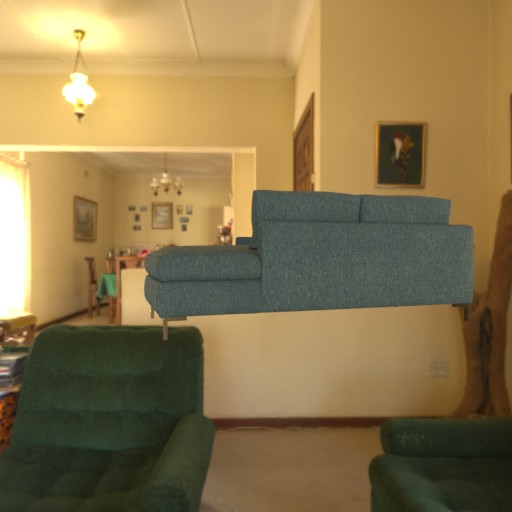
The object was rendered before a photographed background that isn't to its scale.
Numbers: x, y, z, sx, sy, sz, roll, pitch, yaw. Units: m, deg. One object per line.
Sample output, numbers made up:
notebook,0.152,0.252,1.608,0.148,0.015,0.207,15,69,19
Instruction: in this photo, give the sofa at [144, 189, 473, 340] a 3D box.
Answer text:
sofa,0.000,0.000,3.898,2.007,0.815,2.949,0,1,-18
